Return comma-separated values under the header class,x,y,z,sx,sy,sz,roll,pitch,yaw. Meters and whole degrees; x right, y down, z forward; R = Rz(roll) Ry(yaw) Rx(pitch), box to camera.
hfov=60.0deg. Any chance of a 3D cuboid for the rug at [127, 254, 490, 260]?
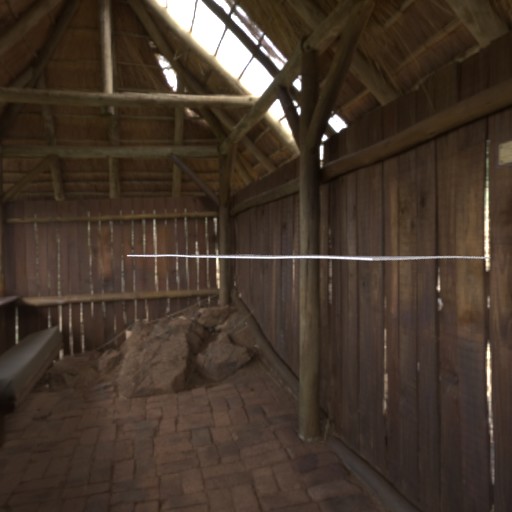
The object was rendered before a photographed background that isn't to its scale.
class,x,y,z,sx,sy,sz,roll,pitch,yaw
rug,0.000,0.000,2.693,0.762,0.013,2.439,0,0,-35
